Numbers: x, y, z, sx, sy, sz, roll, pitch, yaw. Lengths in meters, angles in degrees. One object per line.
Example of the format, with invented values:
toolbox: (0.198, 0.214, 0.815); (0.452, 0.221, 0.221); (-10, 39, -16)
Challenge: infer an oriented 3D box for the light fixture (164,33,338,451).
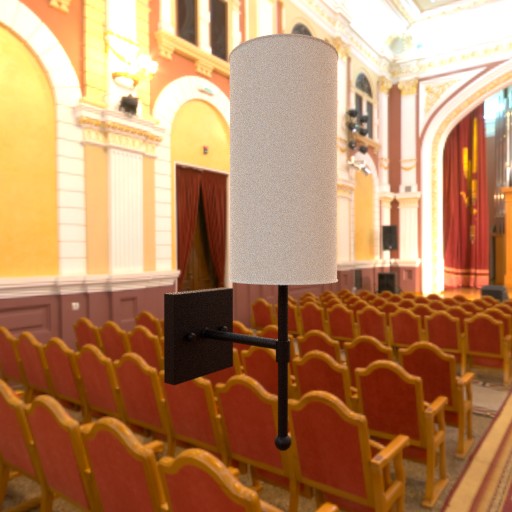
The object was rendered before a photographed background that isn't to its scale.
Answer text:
light fixture: (0.000, 0.000, 0.549); (0.208, 0.462, 0.128); (1, 1, 37)
